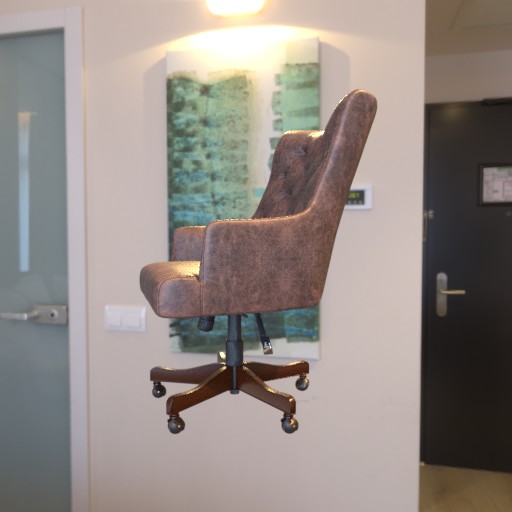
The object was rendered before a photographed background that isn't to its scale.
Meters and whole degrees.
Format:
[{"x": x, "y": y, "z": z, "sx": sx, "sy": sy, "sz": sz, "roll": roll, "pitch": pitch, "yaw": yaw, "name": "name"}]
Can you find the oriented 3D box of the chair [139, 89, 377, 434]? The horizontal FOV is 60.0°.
[{"x": 0.000, "y": 0.000, "z": 1.556, "sx": 0.762, "sy": 1.035, "sz": 0.641, "roll": -1, "pitch": 2, "yaw": -18, "name": "chair"}]
